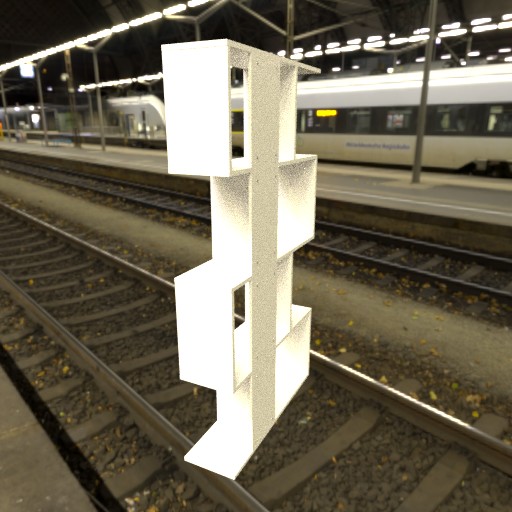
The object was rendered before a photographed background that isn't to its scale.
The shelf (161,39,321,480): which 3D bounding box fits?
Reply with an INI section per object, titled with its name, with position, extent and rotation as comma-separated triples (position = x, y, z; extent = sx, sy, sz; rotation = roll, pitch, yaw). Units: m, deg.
[shelf]
position = 0.000, 0.000, 2.019
extent = 0.250, 1.650, 0.890
rotation = 8, 19, 25
